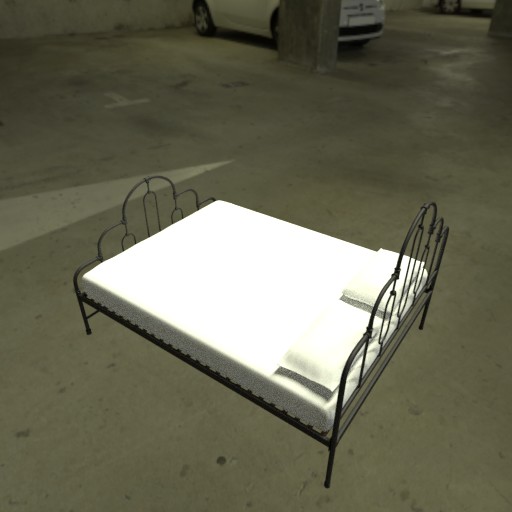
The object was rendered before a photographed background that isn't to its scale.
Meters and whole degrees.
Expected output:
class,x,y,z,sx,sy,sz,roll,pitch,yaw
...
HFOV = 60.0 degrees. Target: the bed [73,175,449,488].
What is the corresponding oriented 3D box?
class,x,y,z,sx,sy,sz,roll,pitch,yaw
bed,0.000,0.000,3.163,2.163,1.429,1.640,21,39,29
